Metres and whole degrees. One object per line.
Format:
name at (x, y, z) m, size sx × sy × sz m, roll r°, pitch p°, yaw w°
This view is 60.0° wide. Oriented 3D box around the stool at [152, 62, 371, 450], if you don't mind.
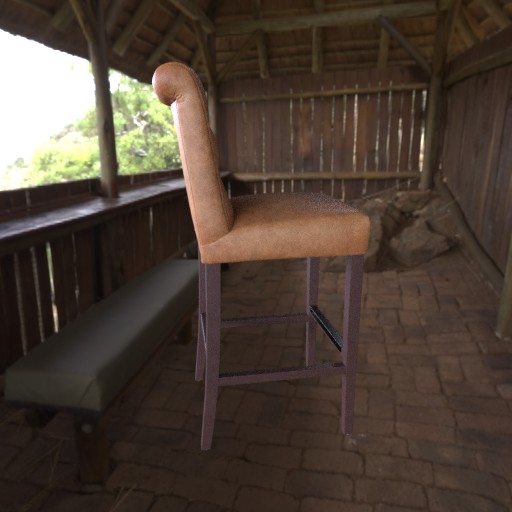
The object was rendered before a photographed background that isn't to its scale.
stool at (0.000, 0.000, 1.489) m, size 0.601 × 1.140 × 0.493 m, roll -3°, pitch 16°, yaw -10°
